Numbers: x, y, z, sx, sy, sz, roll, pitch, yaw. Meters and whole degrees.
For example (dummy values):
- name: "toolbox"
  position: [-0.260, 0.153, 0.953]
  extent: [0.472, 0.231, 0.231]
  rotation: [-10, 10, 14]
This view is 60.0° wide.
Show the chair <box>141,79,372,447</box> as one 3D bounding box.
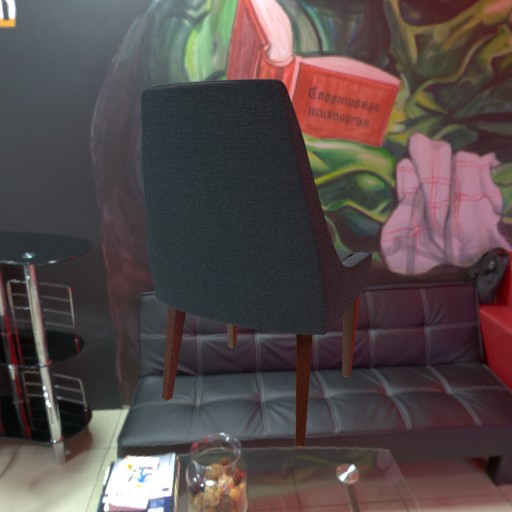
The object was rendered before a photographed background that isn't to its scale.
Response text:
- name: "chair"
  position: [0.000, 0.000, 1.233]
  extent: [0.529, 0.861, 0.544]
  rotation: [8, 17, 27]
